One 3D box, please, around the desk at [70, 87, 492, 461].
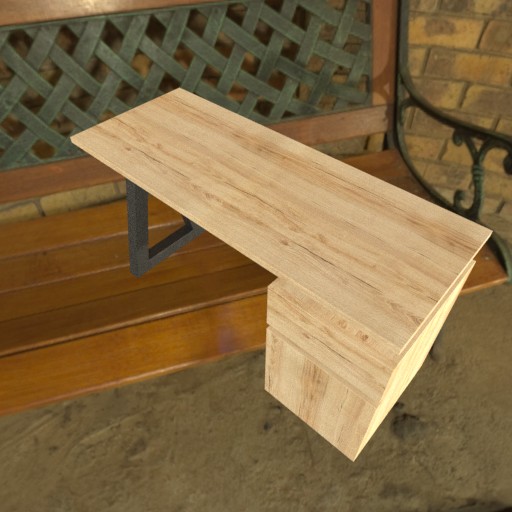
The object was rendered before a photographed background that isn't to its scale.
[{"bbox_3d":[0.000,0.000,1.775,1.400,0.760,0.550,33,54,27],"label":"desk"}]
